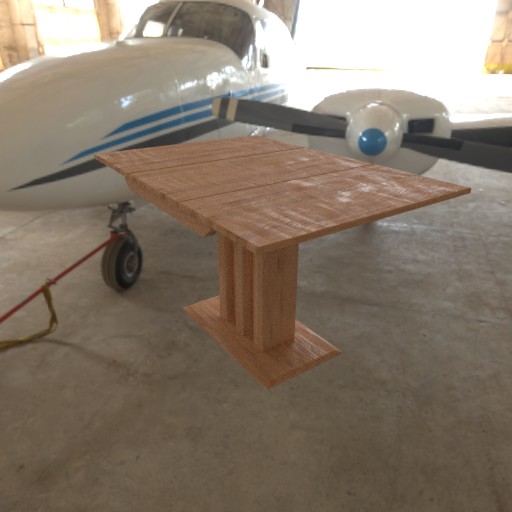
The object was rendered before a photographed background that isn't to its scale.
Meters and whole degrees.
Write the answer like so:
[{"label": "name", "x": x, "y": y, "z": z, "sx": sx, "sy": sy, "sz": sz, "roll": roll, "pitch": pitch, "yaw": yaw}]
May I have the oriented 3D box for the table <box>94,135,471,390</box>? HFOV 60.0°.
[{"label": "table", "x": 0.000, "y": 0.000, "z": 1.933, "sx": 0.900, "sy": 0.770, "sz": 1.300, "roll": -16, "pitch": 29, "yaw": -31}]
